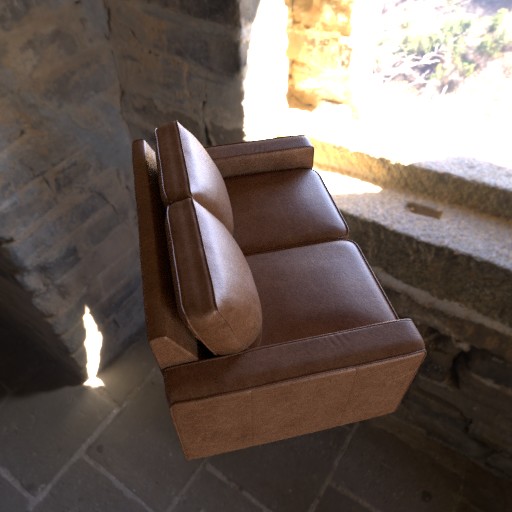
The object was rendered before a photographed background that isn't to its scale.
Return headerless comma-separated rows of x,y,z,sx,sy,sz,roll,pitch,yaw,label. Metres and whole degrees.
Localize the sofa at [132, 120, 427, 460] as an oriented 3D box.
0.000,0.000,2.178,1.020,0.896,1.532,-10,48,-9,sofa
